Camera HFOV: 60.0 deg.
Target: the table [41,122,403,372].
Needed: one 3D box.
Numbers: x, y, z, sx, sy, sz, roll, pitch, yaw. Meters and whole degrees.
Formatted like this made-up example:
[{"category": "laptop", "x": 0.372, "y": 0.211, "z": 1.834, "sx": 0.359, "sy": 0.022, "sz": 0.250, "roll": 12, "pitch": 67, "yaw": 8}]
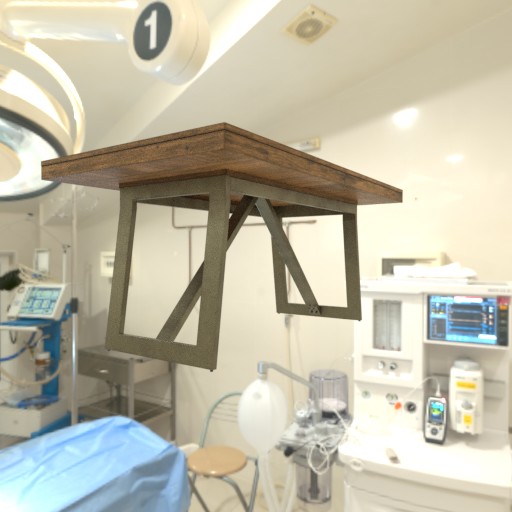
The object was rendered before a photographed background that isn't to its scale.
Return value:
[{"category": "table", "x": 0.000, "y": 0.000, "z": 2.166, "sx": 0.931, "sy": 0.757, "sz": 1.641, "roll": 0, "pitch": 1, "yaw": 35}]
